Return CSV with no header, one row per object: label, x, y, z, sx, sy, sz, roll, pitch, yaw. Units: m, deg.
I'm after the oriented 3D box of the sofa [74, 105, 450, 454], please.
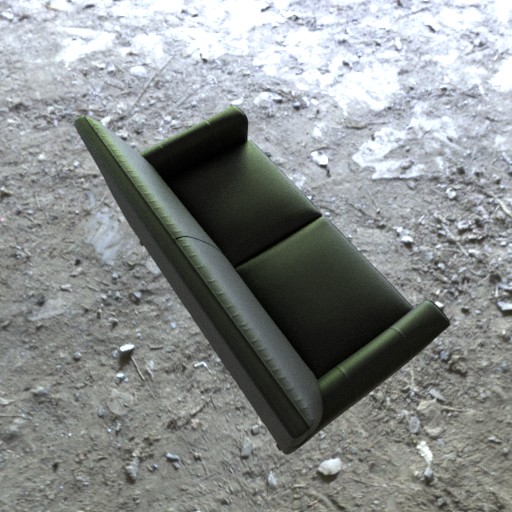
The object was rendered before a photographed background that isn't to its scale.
sofa,0.000,0.000,1.960,0.787,0.871,1.473,-31,64,-17
